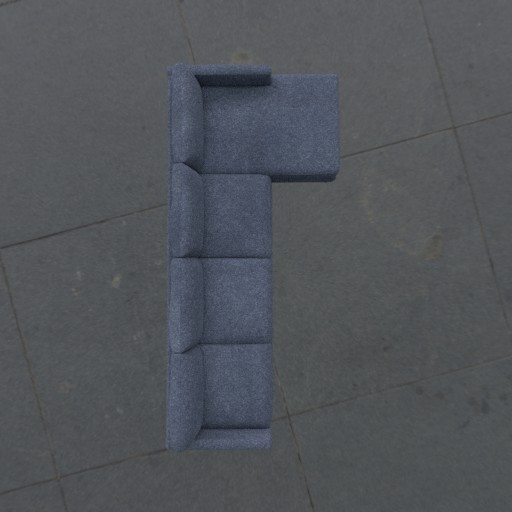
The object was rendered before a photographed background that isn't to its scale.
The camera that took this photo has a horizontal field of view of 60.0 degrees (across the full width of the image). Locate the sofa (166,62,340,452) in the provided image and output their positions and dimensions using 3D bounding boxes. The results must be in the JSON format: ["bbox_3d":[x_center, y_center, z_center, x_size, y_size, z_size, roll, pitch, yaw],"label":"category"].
[{"bbox_3d":[0.000,0.000,3.506,1.350,0.810,2.932,0,89,0],"label":"sofa"}]
